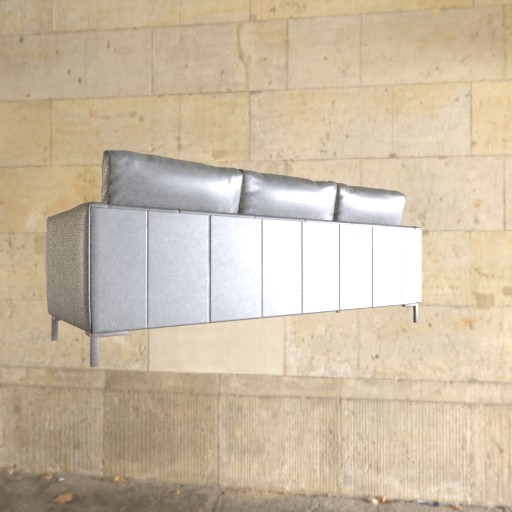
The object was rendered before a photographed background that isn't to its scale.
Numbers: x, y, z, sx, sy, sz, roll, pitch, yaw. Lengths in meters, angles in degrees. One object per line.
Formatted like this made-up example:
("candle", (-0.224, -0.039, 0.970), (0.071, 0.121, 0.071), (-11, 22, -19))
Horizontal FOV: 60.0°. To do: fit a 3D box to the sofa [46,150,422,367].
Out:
("sofa", (0.000, 0.000, 2.431), (2.029, 0.805, 0.748), (0, -1, -36))
